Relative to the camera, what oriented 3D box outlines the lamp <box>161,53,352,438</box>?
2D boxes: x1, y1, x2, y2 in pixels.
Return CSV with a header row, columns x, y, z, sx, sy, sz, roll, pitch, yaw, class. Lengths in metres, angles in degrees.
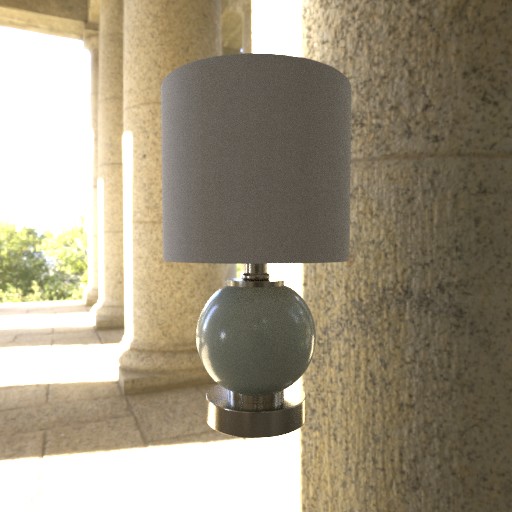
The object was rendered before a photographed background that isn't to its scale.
x,y,z,sx,sy,sz,roll,pitch,yaw,class
0.000,0.000,0.482,0.201,0.353,0.201,1,2,37,lamp
